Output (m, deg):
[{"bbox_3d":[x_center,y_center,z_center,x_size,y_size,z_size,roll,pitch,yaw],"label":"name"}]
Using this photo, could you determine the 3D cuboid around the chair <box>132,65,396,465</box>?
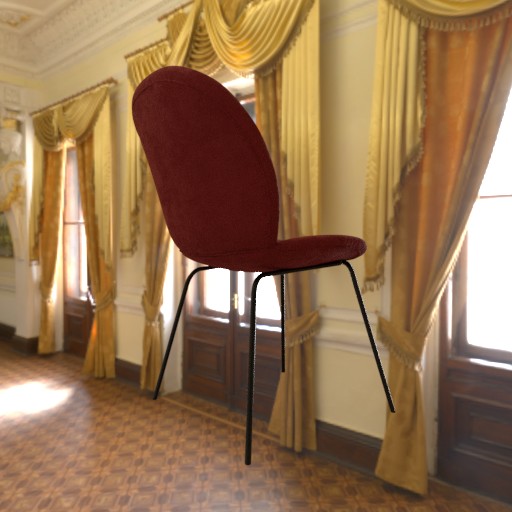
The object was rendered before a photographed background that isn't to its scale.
[{"bbox_3d":[0.000,0.000,1.132,0.587,0.791,0.458,-1,2,-36],"label":"chair"}]
